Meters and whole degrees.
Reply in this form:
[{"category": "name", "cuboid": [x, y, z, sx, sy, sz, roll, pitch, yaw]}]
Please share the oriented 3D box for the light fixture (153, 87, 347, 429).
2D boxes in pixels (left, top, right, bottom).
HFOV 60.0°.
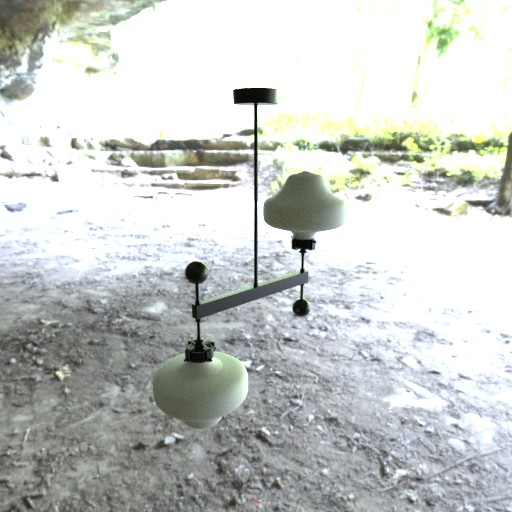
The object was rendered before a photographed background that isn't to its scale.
[{"category": "light fixture", "cuboid": [0.000, 0.000, 1.053, 0.422, 0.743, 0.489, 3, 16, 9]}]
